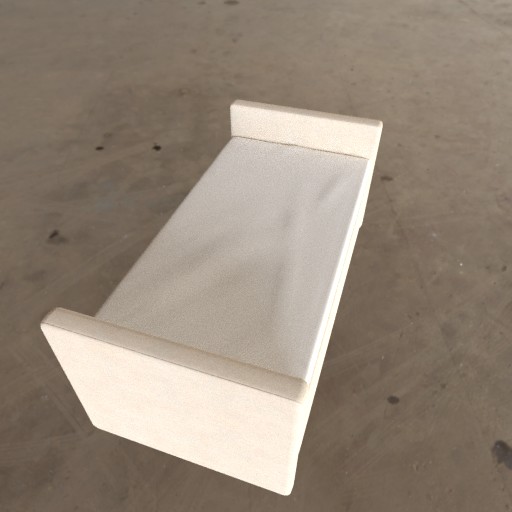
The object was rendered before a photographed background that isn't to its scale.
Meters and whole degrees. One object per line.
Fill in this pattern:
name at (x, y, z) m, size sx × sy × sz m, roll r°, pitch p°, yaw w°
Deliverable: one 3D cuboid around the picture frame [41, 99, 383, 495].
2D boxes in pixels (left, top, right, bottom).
picture frame at (0.000, 0.000, 2.641) m, size 1.069 × 0.891 × 2.161 m, roll 13°, pitch 45°, yaw 14°
